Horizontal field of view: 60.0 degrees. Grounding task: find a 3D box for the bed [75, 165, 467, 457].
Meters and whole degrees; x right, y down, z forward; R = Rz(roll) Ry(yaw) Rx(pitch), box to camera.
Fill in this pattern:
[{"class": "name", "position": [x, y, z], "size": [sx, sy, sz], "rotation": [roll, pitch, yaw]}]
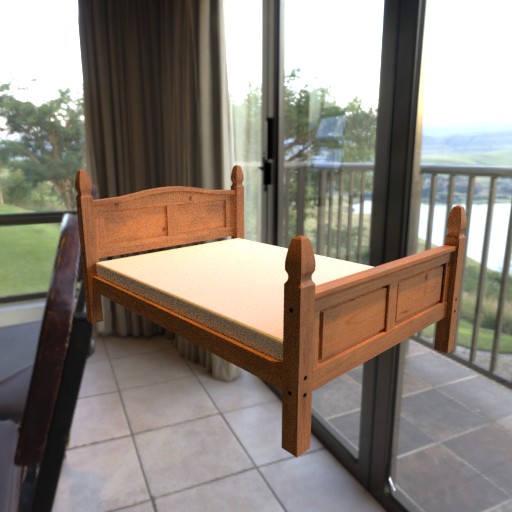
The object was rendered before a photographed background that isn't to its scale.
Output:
[{"class": "bed", "position": [0.000, 0.000, 2.913], "size": [1.490, 1.100, 2.069], "rotation": [-12, 18, -42]}]
